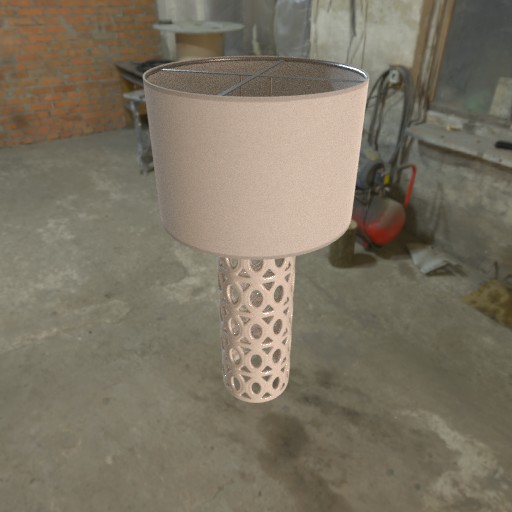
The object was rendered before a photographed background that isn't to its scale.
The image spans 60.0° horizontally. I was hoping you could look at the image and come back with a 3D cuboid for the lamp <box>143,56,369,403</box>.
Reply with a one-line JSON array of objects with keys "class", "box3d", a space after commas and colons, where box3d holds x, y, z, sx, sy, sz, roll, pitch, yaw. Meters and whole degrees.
[{"class": "lamp", "box3d": [0.000, 0.000, 0.818, 0.325, 0.636, 0.324, 10, 33, 15]}]
